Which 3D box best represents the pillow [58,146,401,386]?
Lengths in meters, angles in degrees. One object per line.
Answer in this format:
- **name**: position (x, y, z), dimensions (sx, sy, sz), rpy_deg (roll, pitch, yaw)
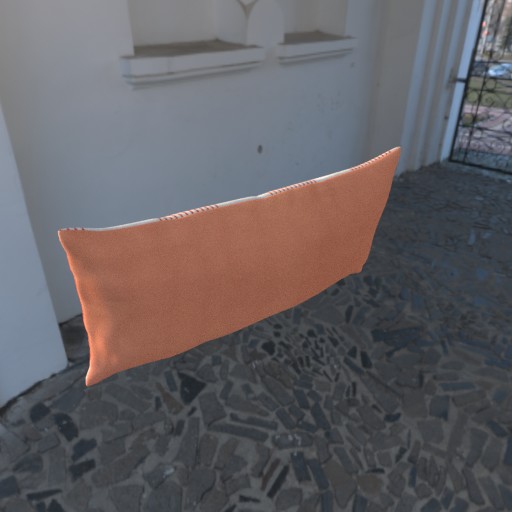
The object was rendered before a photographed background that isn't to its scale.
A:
- **pillow**: position (0.000, 0.000, 0.752), dimensions (0.608, 0.292, 0.156), rpy_deg (-19, 34, -30)
